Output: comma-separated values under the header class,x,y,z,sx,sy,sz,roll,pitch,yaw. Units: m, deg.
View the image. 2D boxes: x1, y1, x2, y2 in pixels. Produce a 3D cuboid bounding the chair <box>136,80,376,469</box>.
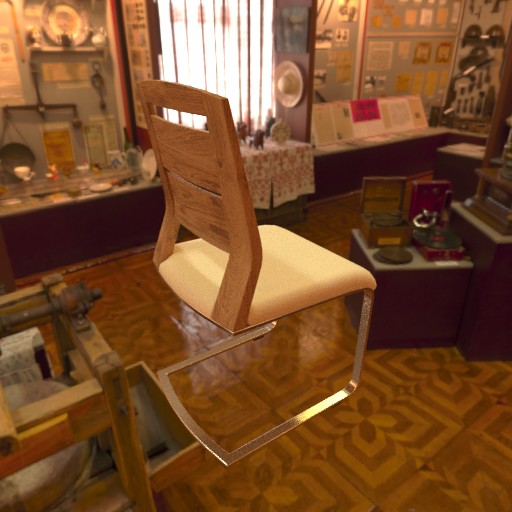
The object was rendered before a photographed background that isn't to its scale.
class,x,y,z,sx,sy,sz,roll,pitch,yaw
chair,0.000,0.000,1.270,0.561,0.955,0.457,-17,30,-31
